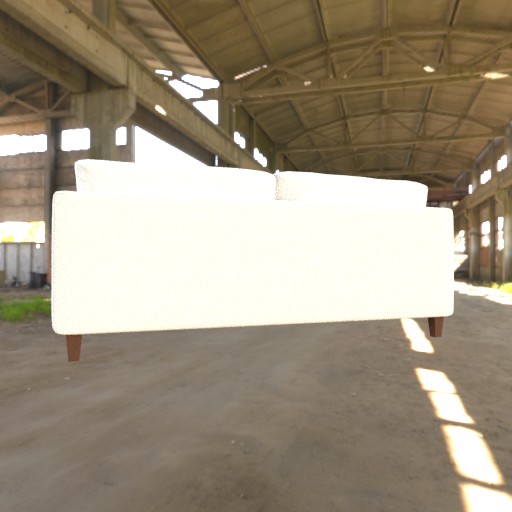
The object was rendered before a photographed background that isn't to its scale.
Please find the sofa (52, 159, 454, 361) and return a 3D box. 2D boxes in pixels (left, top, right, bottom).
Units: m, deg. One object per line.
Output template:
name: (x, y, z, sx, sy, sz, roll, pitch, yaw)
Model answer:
sofa: (0.000, 0.000, 2.641, 2.139, 0.933, 0.924, 0, -1, -18)
